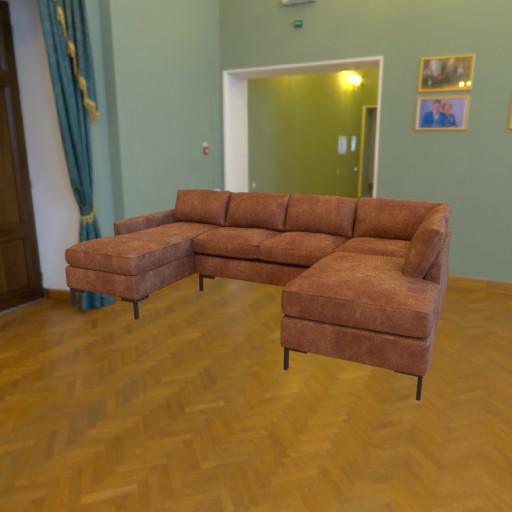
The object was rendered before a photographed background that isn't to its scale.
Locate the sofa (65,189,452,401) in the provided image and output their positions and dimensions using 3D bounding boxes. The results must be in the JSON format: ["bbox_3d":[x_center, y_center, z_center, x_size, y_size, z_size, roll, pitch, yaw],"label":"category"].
[{"bbox_3d":[0.000,0.000,3.743,2.956,0.900,1.939,7,16,25],"label":"sofa"}]
